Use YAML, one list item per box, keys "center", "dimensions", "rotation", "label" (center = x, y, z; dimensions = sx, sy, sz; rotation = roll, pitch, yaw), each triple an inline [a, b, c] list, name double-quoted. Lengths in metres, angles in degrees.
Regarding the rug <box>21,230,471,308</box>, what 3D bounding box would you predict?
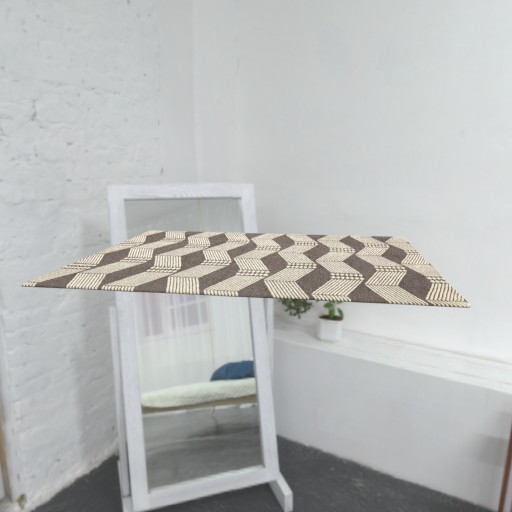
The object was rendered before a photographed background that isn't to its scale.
- center: [0.000, 0.000, 4.105]
  dimensions: [3.048, 0.016, 2.438]
  rotation: [2, 13, 9]
  label: "rug"
